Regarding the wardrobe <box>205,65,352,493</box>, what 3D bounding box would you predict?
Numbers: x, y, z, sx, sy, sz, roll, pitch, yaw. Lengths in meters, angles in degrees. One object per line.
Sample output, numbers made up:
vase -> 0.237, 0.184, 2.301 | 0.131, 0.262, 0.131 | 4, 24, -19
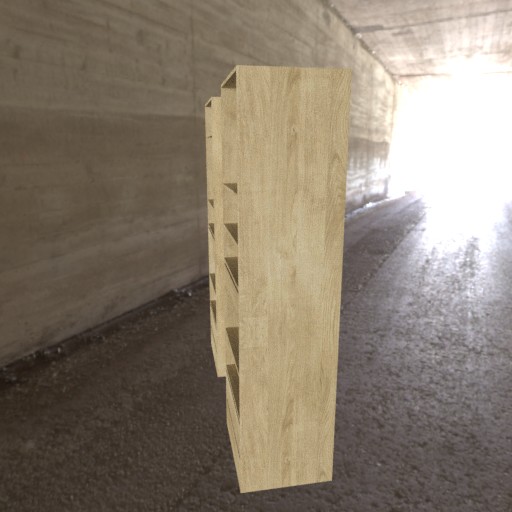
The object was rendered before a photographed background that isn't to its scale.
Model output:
wardrobe -> 0.000, 0.000, 2.872 | 0.480, 2.000, 1.770 | -3, 14, -10
